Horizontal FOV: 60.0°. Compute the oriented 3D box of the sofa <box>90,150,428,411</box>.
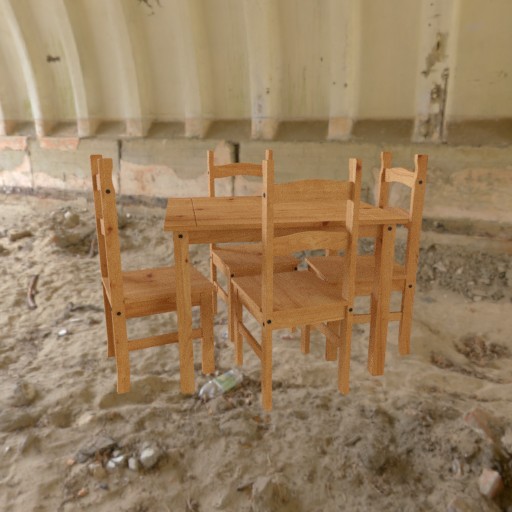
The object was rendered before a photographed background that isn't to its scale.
[{"bbox_3d":[0.000,0.000,2.224,1.529,1.000,1.144,-3,16,-9],"label":"sofa"}]
